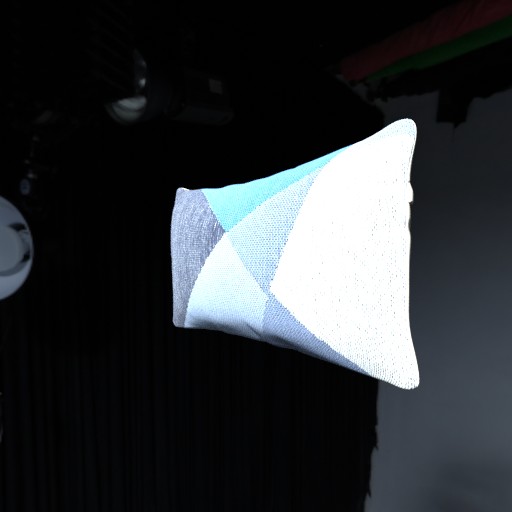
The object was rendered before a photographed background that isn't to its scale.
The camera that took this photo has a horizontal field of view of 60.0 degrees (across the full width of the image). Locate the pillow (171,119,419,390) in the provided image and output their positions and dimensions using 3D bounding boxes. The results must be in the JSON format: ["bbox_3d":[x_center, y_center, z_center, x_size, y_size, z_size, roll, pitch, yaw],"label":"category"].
[{"bbox_3d":[0.000,0.000,0.735,0.148,0.307,0.604,0,-1,-36],"label":"pillow"}]
